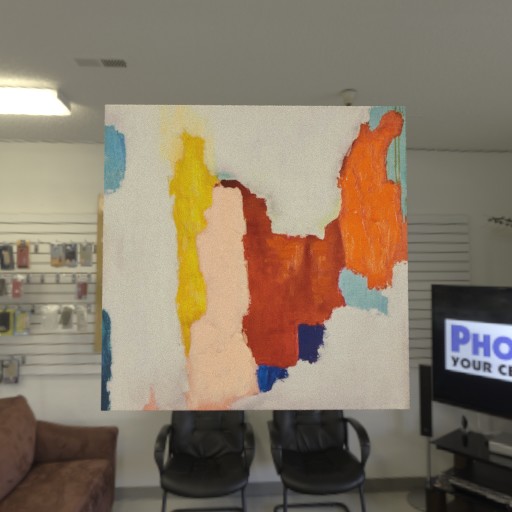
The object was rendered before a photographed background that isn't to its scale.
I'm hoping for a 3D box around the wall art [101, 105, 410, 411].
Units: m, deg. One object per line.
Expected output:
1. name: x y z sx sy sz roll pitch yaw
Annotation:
1. wall art: 0.000 0.000 1.200 0.814 0.814 0.037 0 -2 -1
